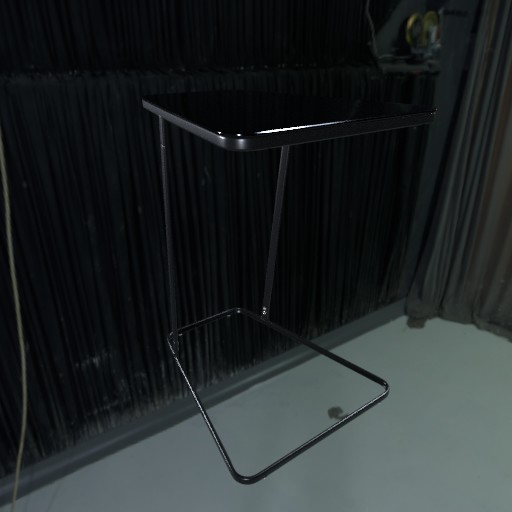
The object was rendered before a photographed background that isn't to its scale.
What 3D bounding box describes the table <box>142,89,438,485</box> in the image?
[{"bbox_3d":[0.000,0.000,0.947,0.427,0.624,0.500,-17,31,-32],"label":"table"}]
